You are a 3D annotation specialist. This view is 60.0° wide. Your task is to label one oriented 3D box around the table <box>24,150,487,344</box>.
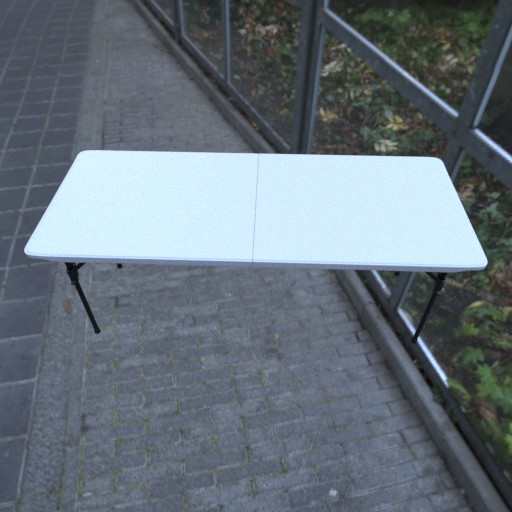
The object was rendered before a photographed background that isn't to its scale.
[{"bbox_3d":[0.000,0.000,2.238,1.829,0.719,0.761,1,46,1],"label":"table"}]
